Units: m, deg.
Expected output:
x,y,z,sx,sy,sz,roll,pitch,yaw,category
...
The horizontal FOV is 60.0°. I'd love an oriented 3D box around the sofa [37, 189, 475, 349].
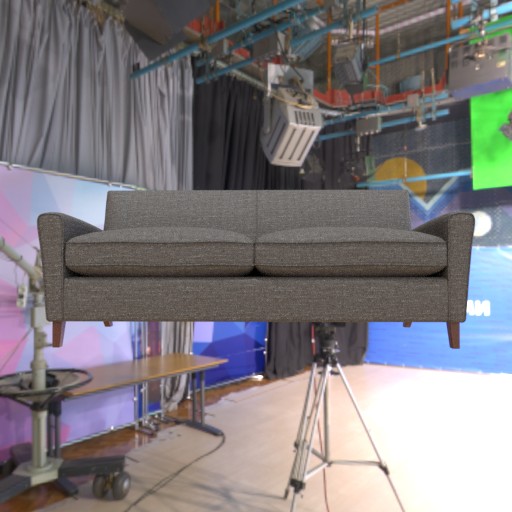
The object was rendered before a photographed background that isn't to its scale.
x,y,z,sx,sy,sz,roll,pitch,yaw,category
0.000,0.000,2.409,1.976,0.846,0.875,0,-1,1,sofa
